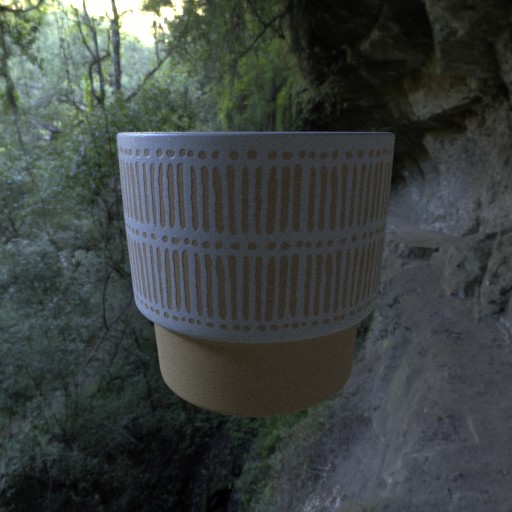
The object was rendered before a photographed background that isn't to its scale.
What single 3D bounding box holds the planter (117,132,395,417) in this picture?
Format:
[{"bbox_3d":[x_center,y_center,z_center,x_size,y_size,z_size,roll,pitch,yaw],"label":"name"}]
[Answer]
[{"bbox_3d":[0.000,0.000,0.565,0.317,0.303,0.317,0,15,0],"label":"planter"}]
